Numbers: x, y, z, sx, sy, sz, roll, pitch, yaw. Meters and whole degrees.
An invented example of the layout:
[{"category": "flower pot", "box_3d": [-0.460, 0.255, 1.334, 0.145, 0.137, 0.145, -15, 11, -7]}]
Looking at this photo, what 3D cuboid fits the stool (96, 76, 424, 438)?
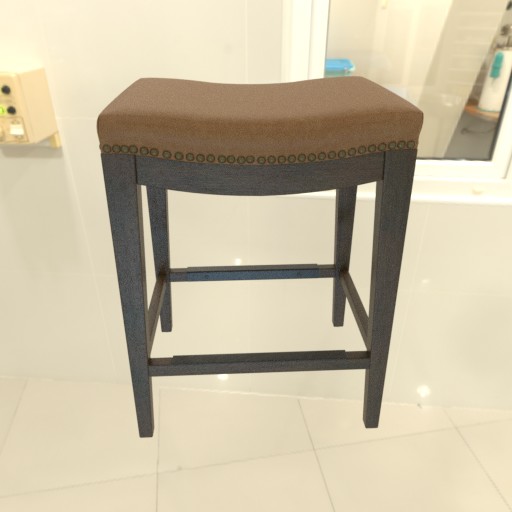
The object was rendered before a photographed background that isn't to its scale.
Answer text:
[{"category": "stool", "box_3d": [0.000, 0.000, 0.921, 0.500, 0.660, 0.361, -1, 30, -2]}]
